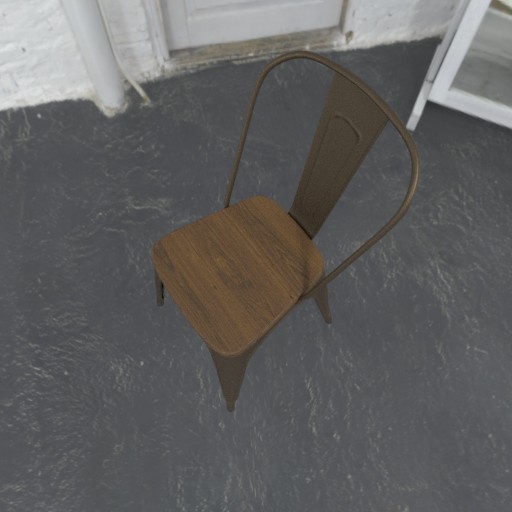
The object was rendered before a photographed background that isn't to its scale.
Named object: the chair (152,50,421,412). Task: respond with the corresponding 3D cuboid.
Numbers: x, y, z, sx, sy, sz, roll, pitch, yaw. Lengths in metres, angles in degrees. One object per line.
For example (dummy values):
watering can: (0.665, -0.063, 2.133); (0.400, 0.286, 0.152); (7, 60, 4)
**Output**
chair: (0.000, 0.000, 1.148); (0.532, 0.844, 0.451); (-33, 69, -15)
